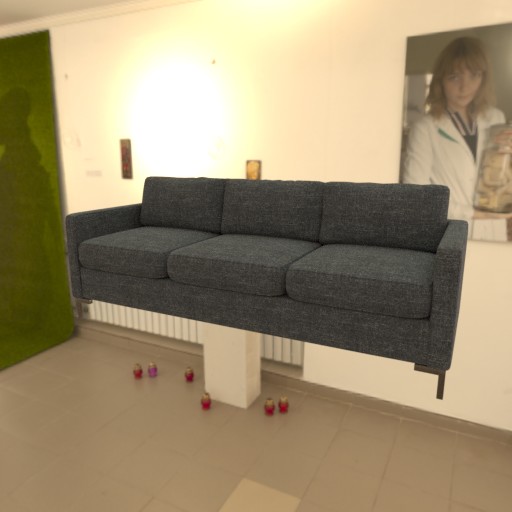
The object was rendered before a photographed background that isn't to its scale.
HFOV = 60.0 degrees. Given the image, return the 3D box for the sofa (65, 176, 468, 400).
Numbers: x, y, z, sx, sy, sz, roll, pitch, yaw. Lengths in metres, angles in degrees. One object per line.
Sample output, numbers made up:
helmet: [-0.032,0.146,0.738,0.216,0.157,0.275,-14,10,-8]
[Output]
sofa: [0.000,0.000,2.618,2.218,0.874,0.859,6,15,26]
